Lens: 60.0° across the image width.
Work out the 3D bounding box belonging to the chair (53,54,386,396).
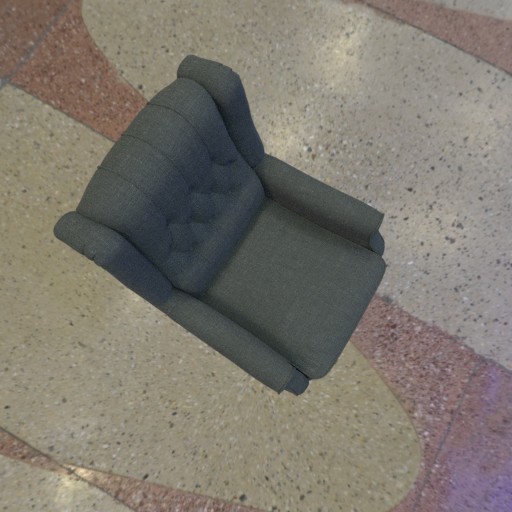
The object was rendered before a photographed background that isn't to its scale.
[{"bbox_3d":[0.000,0.000,1.624,0.898,1.035,0.742,31,77,8],"label":"chair"}]
